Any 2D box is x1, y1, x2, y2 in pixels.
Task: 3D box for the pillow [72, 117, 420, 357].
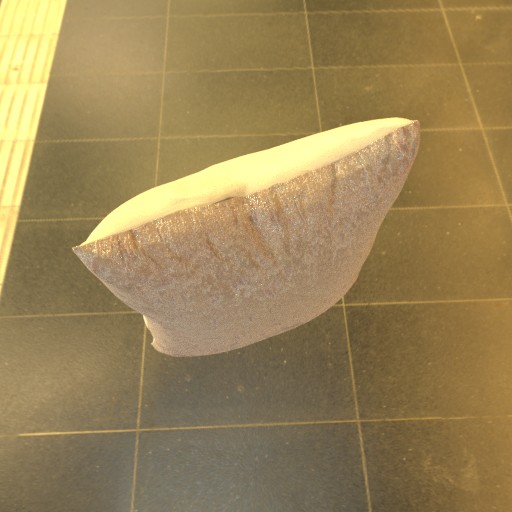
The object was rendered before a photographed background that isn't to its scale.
[{"bbox_3d":[0.000,0.000,0.717,0.450,0.448,0.245,-20,66,-9],"label":"pillow"}]
